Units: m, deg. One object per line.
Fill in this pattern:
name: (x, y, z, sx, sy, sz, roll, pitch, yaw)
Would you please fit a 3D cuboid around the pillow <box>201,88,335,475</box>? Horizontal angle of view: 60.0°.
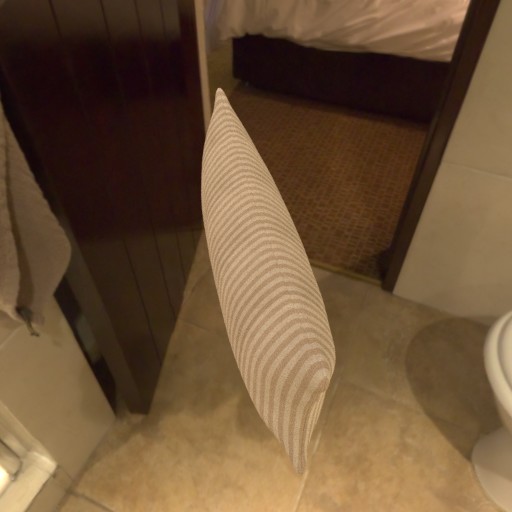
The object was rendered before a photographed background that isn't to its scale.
pillow: (0.000, 0.000, 0.741, 0.151, 0.295, 0.617, -10, 48, -9)
